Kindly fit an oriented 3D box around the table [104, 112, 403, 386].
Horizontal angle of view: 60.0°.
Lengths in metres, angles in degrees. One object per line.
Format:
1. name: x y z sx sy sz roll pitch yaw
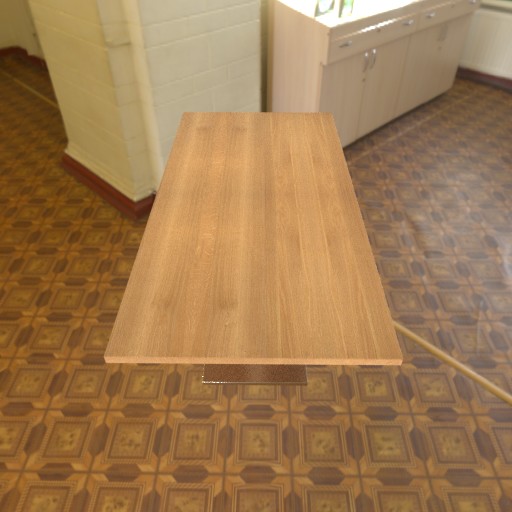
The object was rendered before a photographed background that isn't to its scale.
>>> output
1. table: 0.000 0.000 2.257 0.900 0.750 1.800 0 41 0
